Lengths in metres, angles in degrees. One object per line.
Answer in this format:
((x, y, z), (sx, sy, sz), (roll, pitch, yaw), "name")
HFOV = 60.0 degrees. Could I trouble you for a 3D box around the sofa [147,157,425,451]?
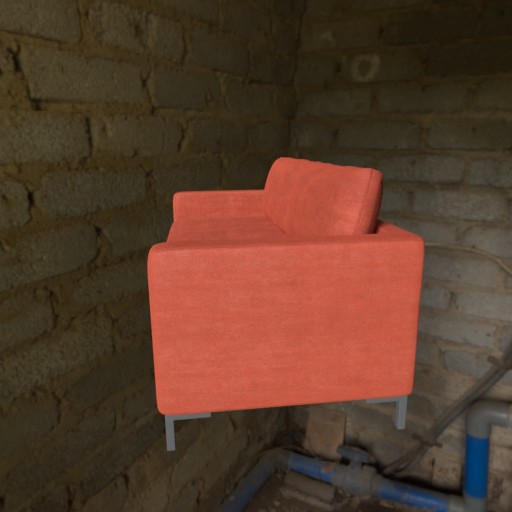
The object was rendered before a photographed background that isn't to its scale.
((0.000, 0.000, 2.089), (0.864, 0.896, 1.574), (-2, 15, -7), "sofa")
